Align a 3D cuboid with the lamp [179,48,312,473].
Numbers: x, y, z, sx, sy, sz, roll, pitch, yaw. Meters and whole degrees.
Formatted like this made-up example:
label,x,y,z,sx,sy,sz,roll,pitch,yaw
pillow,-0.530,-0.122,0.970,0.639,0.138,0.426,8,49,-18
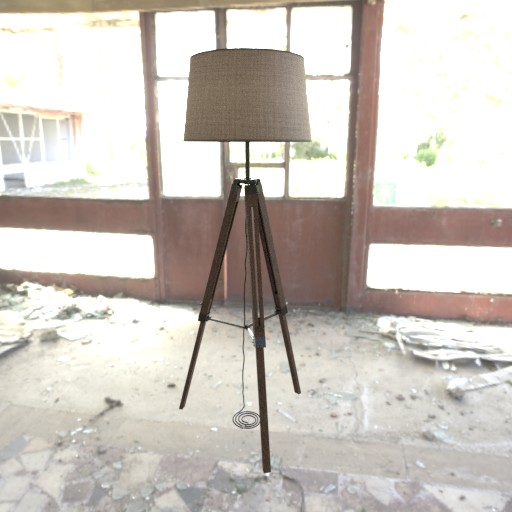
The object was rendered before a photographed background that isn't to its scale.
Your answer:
label,x,y,z,sx,sy,sz,roll,pitch,yaw
lamp,0.000,0.000,1.853,0.587,1.510,0.604,-13,19,-42
